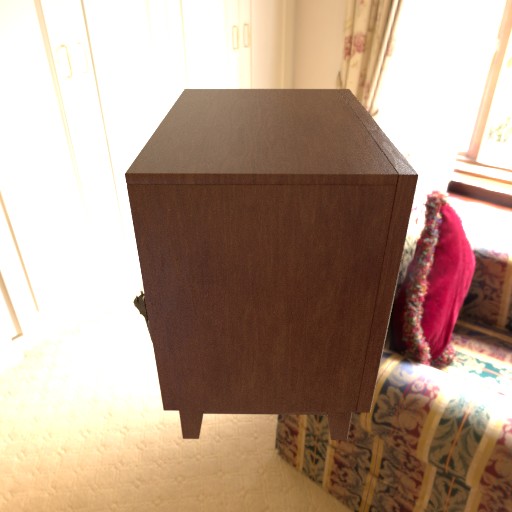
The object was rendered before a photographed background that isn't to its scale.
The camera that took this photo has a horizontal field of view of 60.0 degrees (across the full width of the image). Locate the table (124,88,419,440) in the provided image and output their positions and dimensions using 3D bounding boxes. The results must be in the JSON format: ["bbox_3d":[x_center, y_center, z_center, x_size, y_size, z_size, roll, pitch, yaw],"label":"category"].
[{"bbox_3d":[0.000,0.000,1.000,0.449,0.609,0.557,0,32,0],"label":"table"}]
